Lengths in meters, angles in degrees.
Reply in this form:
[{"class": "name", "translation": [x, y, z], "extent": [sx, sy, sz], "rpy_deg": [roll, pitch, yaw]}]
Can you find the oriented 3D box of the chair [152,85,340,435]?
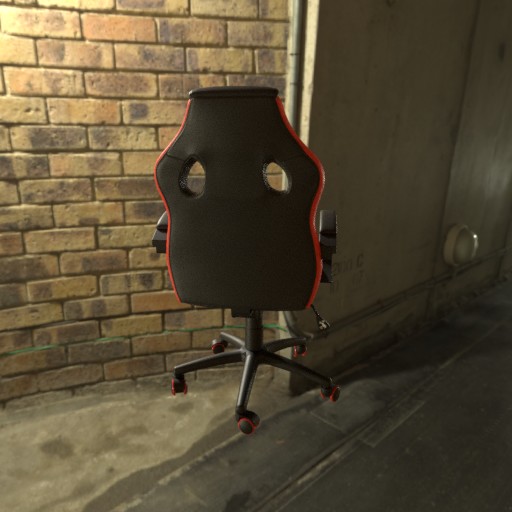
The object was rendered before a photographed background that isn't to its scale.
[{"class": "chair", "translation": [0.000, 0.000, 1.483], "extent": [0.600, 1.016, 0.642], "rpy_deg": [2, 15, 8]}]
